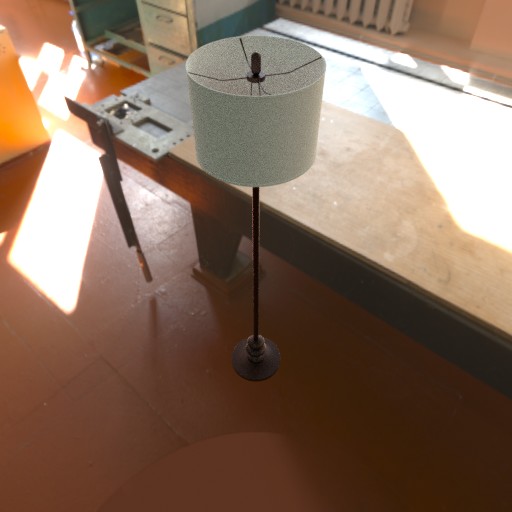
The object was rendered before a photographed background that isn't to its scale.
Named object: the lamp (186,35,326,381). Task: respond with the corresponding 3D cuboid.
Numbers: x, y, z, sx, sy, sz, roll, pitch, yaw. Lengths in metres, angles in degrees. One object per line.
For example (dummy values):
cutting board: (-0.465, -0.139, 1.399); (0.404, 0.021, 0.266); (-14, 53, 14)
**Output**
lamp: (0.000, 0.000, 1.649); (0.356, 1.487, 0.356); (-11, 48, -10)
